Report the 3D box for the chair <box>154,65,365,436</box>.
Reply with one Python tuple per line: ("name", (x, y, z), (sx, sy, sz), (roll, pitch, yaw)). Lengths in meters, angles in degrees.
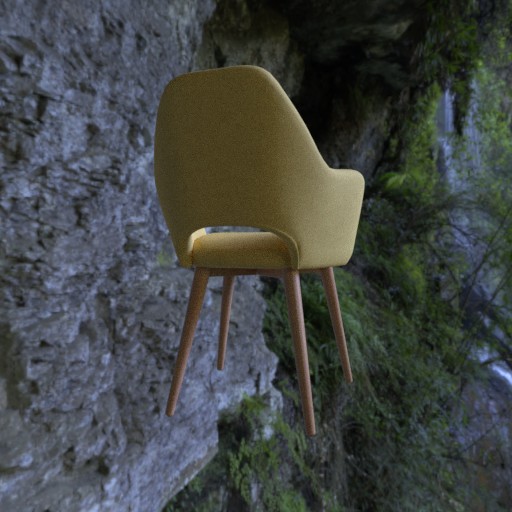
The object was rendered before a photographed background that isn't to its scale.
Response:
("chair", (0.000, 0.000, 1.259), (0.590, 0.840, 0.610), (0, 1, 19))
